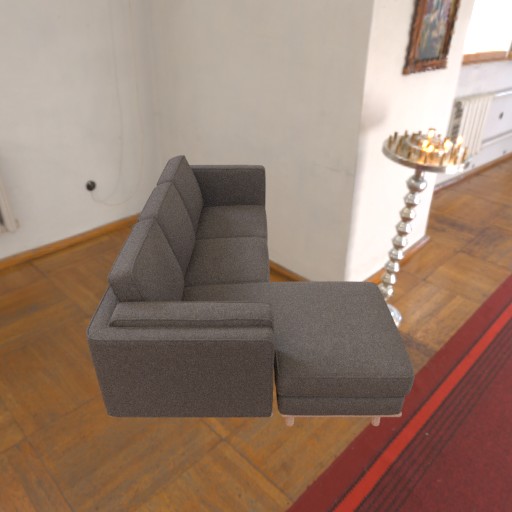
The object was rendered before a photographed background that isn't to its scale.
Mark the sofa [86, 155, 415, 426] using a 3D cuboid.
[{"bbox_3d":[0.000,0.000,3.177,1.604,0.929,2.411,0,30,0],"label":"sofa"}]
